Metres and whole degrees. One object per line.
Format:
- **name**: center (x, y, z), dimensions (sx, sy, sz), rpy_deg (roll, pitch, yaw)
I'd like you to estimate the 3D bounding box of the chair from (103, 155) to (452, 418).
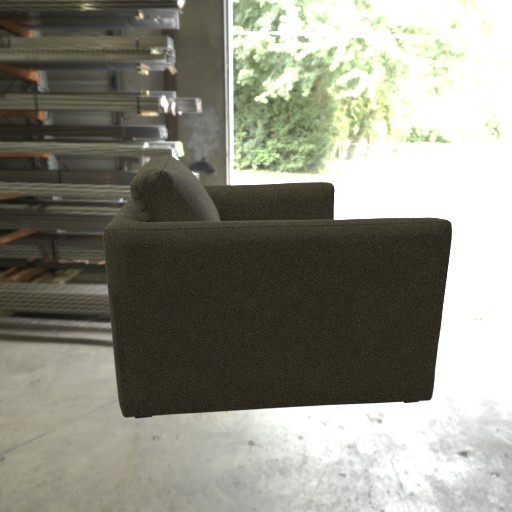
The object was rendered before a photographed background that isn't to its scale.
- **chair**: center (0.000, 0.000, 1.903), dimensions (1.091, 0.845, 1.190), rpy_deg (-2, 15, -9)
